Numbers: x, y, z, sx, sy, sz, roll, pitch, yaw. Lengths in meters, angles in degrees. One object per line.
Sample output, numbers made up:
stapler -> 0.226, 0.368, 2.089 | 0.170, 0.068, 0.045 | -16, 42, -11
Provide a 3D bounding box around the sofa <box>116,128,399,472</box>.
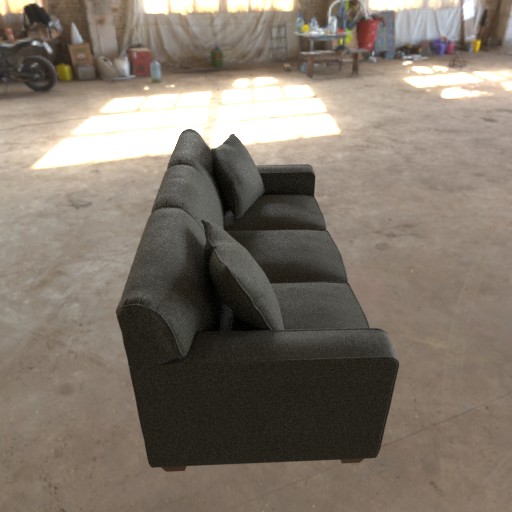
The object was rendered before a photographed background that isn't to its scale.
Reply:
sofa -> 0.000, 0.000, 2.475 | 0.997, 0.958, 2.024 | -1, 31, -2
